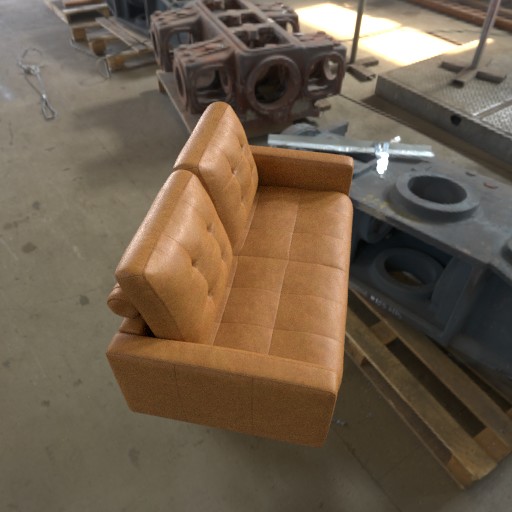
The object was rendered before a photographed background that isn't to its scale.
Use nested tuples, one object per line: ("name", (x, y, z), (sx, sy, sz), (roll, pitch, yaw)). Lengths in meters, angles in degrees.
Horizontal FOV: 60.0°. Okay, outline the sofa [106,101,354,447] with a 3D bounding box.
("sofa", (0.000, 0.000, 2.045), (0.868, 0.898, 1.430), (8, 46, 8))
